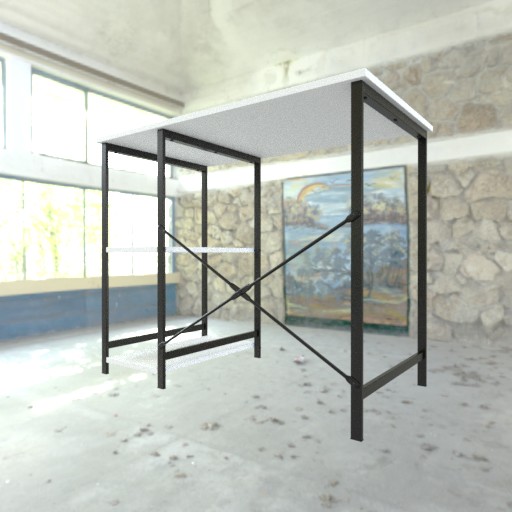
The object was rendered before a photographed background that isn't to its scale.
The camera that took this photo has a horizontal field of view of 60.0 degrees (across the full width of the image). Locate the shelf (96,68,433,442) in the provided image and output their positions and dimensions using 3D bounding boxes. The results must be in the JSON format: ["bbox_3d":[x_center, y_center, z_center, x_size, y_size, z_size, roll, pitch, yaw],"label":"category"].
[{"bbox_3d":[0.000,0.000,1.347,0.902,0.750,0.498,0,0,36],"label":"shelf"}]
